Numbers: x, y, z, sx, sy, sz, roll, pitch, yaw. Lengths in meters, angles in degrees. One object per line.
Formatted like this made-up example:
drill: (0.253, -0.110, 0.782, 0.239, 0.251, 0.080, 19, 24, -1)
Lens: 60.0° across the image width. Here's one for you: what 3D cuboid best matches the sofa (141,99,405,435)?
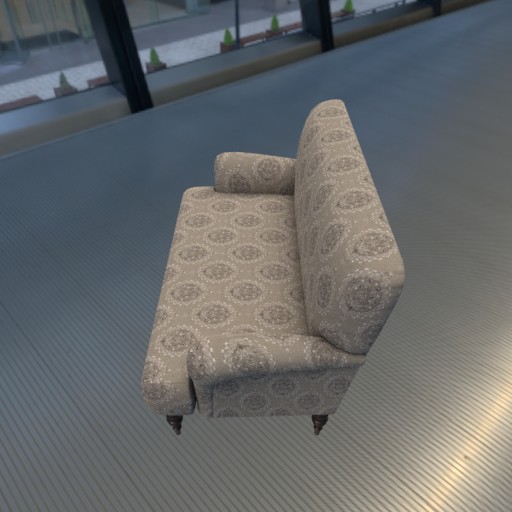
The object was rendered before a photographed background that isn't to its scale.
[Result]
sofa: (0.000, 0.000, 1.839, 0.779, 0.889, 1.297, 0, 41, 0)
